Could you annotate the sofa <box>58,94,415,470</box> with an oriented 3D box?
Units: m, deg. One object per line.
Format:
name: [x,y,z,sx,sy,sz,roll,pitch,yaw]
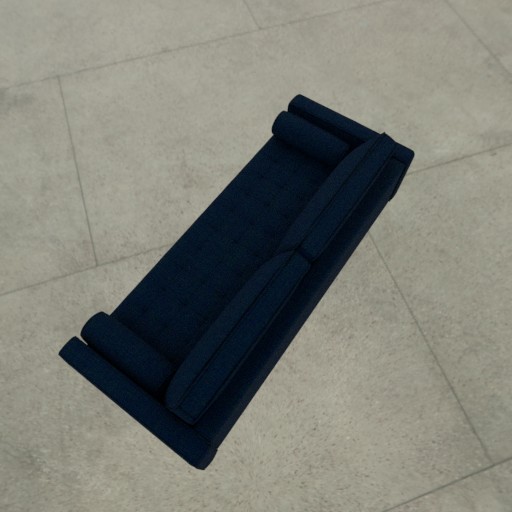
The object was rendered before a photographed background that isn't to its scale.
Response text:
sofa: [0.000,0.000,2.656,0.914,0.762,2.210,32,67,15]
